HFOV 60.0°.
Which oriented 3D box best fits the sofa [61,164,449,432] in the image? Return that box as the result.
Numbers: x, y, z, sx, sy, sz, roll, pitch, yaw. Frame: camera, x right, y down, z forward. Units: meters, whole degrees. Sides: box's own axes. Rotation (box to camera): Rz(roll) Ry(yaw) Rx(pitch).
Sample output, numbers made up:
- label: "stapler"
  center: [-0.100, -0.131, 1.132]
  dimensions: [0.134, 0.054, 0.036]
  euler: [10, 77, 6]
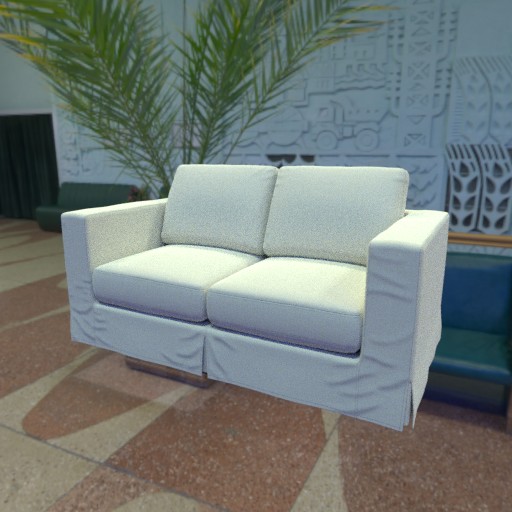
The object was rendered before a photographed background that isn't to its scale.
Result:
- label: "sofa"
  center: [0.000, 0.000, 2.354]
  dimensions: [1.813, 0.932, 1.009]
  euler: [7, 15, 27]
